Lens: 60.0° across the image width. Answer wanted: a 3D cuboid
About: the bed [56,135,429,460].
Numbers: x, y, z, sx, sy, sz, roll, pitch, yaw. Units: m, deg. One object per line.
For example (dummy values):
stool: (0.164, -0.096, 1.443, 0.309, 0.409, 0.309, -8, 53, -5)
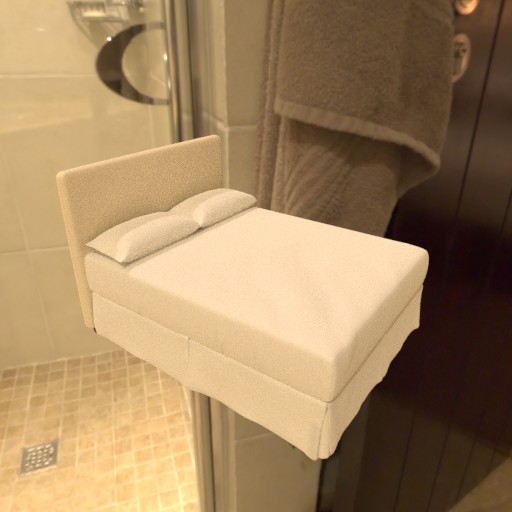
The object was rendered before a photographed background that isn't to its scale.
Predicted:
bed: (0.000, 0.000, 3.306, 2.147, 1.330, 1.714, 17, 31, 32)
